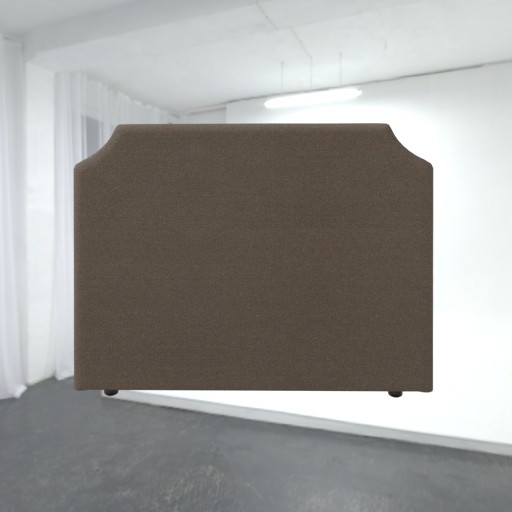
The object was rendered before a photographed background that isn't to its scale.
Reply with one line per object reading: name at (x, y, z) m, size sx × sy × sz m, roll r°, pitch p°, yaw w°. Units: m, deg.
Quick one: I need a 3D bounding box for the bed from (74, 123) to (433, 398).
bed at (0.000, 0.000, 3.106) m, size 1.693 × 1.290 × 2.116 m, roll 0°, pitch 1°, yaw 1°
